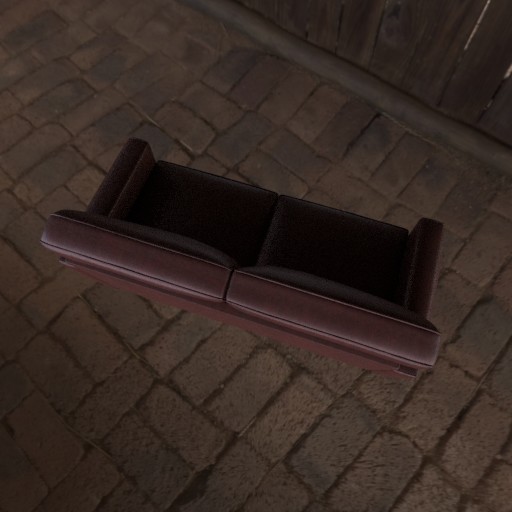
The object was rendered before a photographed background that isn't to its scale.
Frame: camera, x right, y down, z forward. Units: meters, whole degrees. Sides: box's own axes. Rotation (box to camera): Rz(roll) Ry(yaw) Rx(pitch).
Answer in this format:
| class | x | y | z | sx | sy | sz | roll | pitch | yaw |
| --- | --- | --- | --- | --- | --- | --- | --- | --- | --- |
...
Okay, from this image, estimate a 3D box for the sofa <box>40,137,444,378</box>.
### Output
| class | x | y | z | sx | sy | sz | roll | pitch | yaw |
| --- | --- | --- | --- | --- | --- | --- | --- | --- | --- |
| sofa | 0.000 | 0.000 | 2.422 | 1.876 | 0.928 | 0.912 | 17 | 66 | 8 |
